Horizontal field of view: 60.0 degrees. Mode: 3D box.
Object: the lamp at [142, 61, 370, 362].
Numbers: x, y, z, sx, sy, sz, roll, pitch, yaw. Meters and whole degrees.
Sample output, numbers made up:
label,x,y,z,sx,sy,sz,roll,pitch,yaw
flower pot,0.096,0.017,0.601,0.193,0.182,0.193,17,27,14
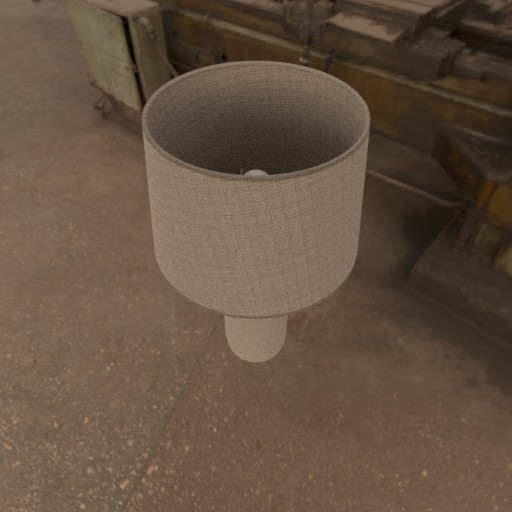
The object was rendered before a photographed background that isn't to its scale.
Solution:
label,x,y,z,sx,sy,sz,roll,pitch,yaw
lamp,0.000,0.000,0.849,0.367,0.609,0.367,0,47,0
